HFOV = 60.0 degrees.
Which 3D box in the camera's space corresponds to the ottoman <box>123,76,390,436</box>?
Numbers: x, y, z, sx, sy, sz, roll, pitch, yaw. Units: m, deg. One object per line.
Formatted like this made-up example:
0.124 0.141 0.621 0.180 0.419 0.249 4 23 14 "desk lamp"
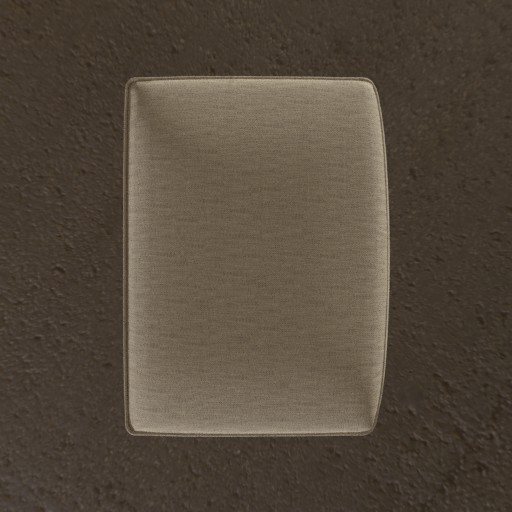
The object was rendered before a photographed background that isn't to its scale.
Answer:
0.000 0.000 1.132 0.594 0.465 0.794 0 90 -1 "ottoman"
